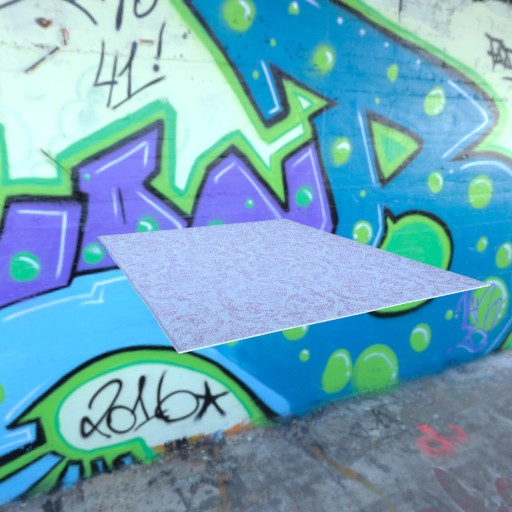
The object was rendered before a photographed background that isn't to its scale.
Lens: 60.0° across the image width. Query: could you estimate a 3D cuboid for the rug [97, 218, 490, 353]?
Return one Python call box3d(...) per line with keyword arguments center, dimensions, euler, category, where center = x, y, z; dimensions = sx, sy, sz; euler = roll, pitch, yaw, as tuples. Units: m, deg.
box3d(center=(0.000, 0.000, 4.030), dimensions=(2.363, 0.012, 2.980), euler=(-7, 17, -26), category="rug")
